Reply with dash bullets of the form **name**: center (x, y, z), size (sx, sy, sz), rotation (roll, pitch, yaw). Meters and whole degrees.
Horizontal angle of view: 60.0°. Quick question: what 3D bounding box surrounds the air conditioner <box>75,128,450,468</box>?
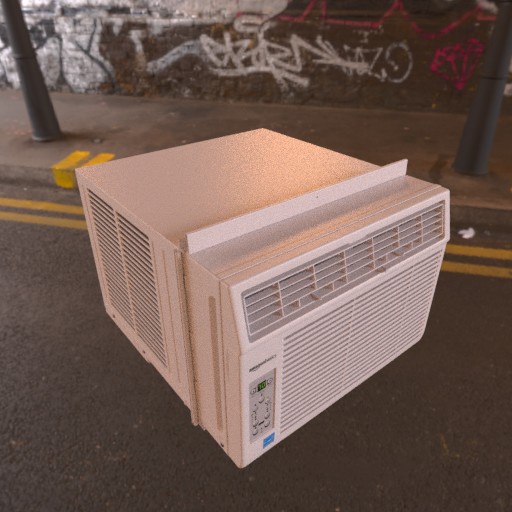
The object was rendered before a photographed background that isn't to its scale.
- **air conditioner**: center (0.000, 0.000, 0.904), size (0.503, 0.388, 0.546), rotation (-22, 38, -32)
